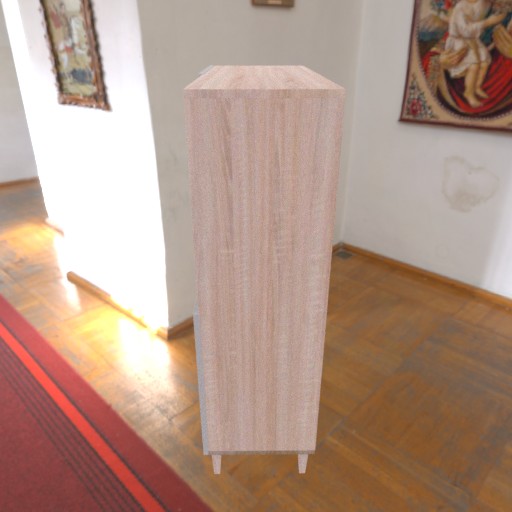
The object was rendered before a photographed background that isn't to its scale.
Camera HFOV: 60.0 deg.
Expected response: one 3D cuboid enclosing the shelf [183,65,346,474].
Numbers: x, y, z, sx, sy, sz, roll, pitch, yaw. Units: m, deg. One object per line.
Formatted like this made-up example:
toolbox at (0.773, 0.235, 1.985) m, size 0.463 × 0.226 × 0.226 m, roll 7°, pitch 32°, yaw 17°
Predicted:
shelf at (0.000, 0.000, 1.841) m, size 0.434 × 1.405 × 0.995 m, roll 0°, pitch 26°, yaw 0°
